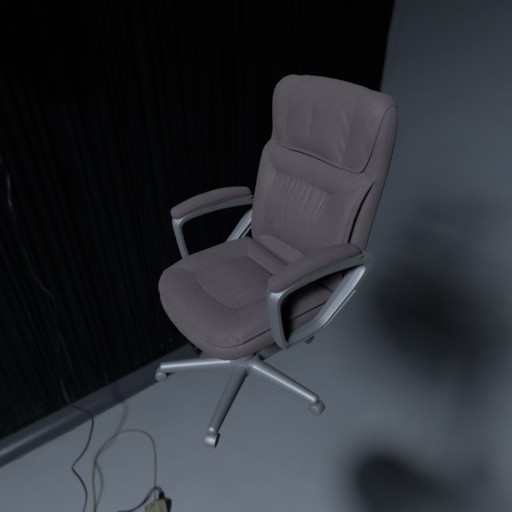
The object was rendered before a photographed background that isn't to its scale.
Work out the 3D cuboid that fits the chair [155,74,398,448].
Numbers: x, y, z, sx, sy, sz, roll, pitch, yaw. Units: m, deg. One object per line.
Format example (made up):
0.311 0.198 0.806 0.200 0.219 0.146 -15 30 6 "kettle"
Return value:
0.000 0.000 1.548 0.724 1.105 0.667 -21 37 -31 "chair"
